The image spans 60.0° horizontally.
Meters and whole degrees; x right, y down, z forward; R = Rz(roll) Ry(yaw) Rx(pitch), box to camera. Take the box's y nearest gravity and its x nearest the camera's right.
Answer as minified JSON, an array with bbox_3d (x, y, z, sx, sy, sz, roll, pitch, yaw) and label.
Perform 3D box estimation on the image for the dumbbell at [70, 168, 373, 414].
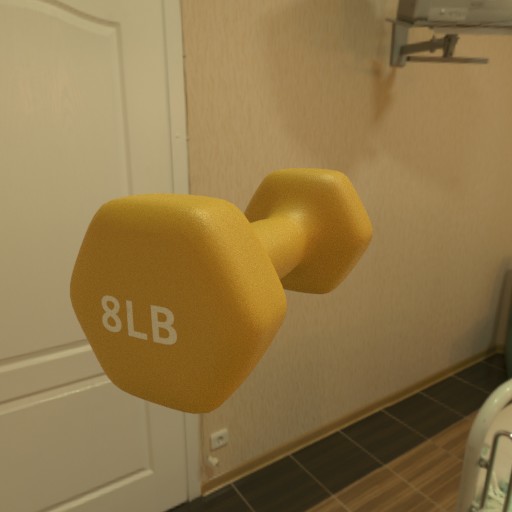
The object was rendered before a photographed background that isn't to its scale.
[{"bbox_3d":[0.000,0.000,0.237,0.090,0.082,0.190,8,17,26],"label":"dumbbell"}]
